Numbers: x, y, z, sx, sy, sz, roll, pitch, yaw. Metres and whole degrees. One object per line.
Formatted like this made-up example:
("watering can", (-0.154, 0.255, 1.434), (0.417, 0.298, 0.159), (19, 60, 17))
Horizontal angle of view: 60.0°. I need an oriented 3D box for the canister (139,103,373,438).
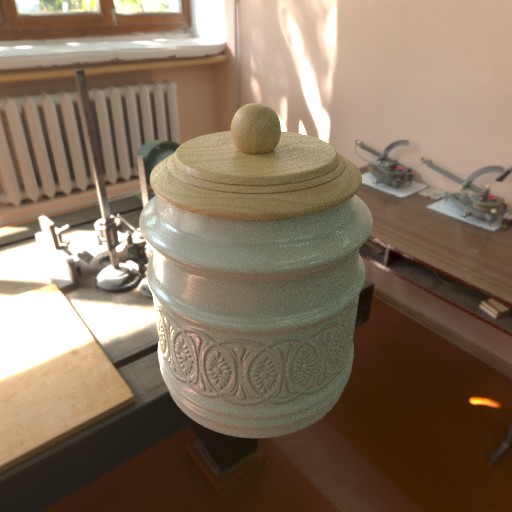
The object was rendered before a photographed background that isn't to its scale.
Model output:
("canister", (0.000, 0.000, 0.267), (0.130, 0.176, 0.130), (0, 30, 0))
